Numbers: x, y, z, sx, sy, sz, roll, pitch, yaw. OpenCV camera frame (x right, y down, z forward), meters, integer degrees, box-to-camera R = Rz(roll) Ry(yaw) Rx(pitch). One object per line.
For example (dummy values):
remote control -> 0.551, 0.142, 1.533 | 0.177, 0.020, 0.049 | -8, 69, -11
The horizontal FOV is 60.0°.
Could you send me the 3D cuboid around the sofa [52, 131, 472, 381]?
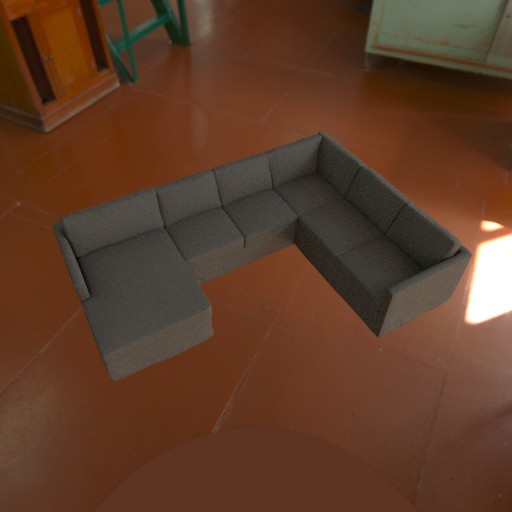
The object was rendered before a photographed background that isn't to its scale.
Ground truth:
sofa -> 0.000, 0.000, 4.605 | 3.528, 0.878, 2.476 | -22, 51, -19
